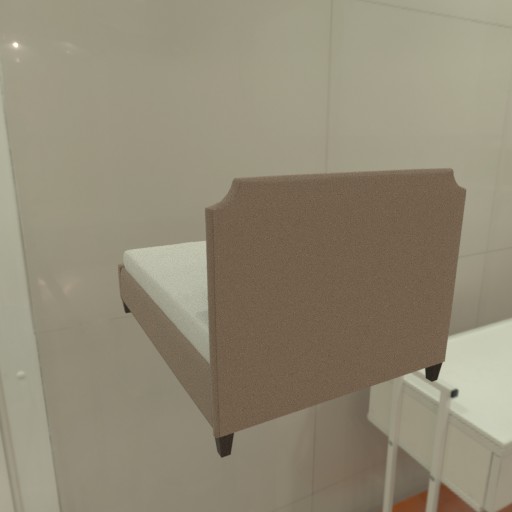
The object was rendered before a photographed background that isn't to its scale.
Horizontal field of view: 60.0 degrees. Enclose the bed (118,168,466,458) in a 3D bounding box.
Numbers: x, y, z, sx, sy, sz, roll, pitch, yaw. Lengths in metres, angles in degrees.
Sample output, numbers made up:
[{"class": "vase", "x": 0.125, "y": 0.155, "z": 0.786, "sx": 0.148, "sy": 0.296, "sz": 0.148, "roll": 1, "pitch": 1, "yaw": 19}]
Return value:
[{"class": "bed", "x": 0.000, "y": 0.000, "z": 3.458, "sx": 1.713, "sy": 1.443, "sz": 2.372, "roll": -8, "pitch": 17, "yaw": -27}]
